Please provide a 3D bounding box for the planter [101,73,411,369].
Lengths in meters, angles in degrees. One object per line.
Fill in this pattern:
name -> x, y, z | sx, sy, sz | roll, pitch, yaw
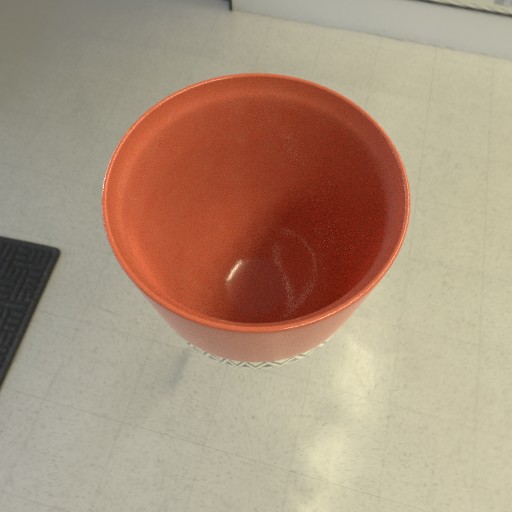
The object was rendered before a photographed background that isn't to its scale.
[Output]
planter -> 0.000, 0.000, 0.378 | 0.195, 0.214, 0.195 | 0, 64, 0
